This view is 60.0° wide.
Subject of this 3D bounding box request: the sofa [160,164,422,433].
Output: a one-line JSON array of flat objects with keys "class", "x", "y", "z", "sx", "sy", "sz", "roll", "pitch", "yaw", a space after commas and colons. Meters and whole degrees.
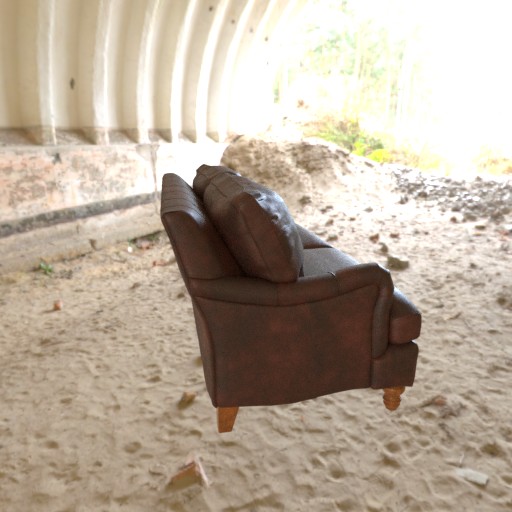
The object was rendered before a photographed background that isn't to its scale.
[{"class": "sofa", "x": 0.000, "y": 0.000, "z": 2.849, "sx": 1.147, "sy": 1.071, "sz": 2.144, "roll": -3, "pitch": 15, "yaw": -11}]
